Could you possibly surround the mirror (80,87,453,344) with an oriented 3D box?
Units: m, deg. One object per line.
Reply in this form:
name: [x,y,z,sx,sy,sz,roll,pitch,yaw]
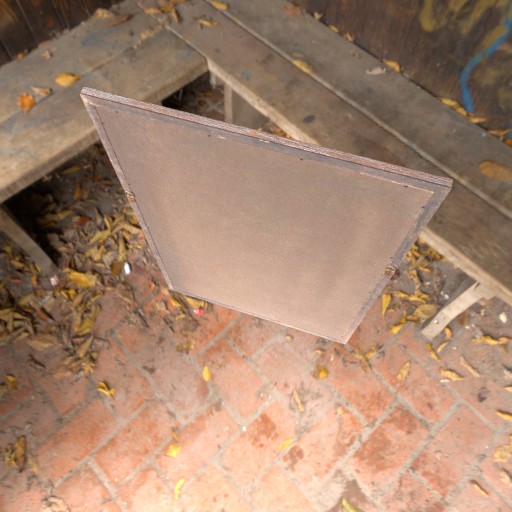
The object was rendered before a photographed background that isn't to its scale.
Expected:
mirror: [0.000,0.000,1.249,0.705,0.996,0.025,16,65,8]
